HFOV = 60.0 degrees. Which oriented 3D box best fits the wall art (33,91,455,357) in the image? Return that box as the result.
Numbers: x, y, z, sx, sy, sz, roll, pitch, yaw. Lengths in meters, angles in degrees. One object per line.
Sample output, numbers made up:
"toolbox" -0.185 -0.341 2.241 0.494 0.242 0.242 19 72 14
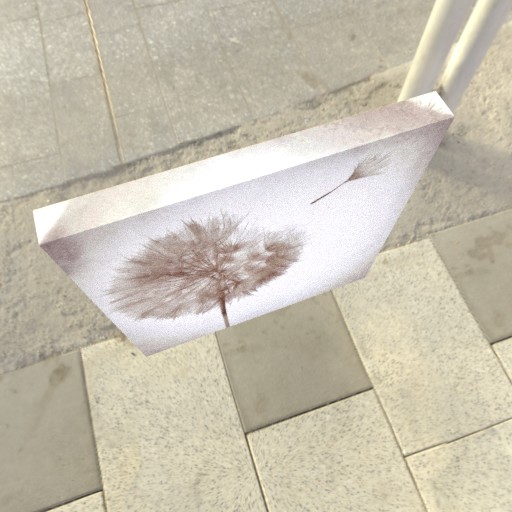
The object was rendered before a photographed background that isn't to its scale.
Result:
"wall art" 0.000 0.000 0.445 0.303 0.303 0.028 -19 66 -9
